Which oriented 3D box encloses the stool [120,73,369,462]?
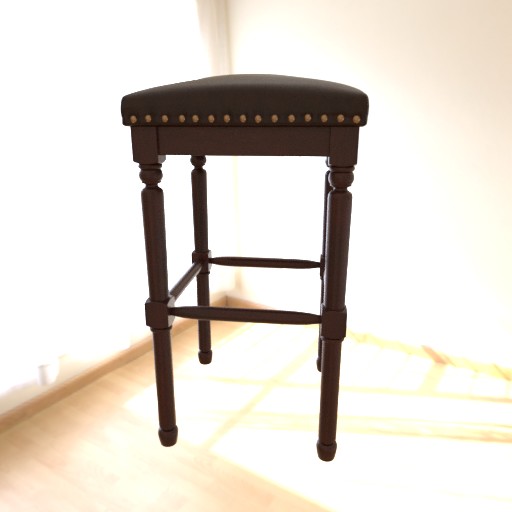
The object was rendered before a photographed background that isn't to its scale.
[{"bbox_3d":[0.000,0.000,0.926,0.383,0.702,0.382,2,17,7],"label":"stool"}]
